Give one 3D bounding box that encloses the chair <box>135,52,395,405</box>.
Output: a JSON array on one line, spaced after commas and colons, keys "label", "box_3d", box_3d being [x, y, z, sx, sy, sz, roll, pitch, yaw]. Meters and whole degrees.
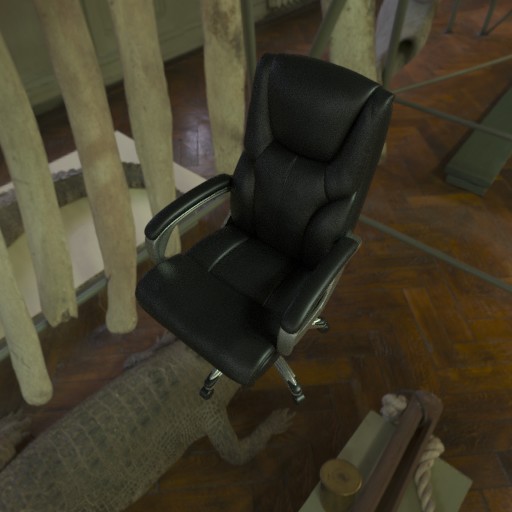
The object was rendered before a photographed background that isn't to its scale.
[{"label": "chair", "box_3d": [0.000, 0.000, 1.572, 0.663, 1.155, 0.739, 31, 54, 26]}]
